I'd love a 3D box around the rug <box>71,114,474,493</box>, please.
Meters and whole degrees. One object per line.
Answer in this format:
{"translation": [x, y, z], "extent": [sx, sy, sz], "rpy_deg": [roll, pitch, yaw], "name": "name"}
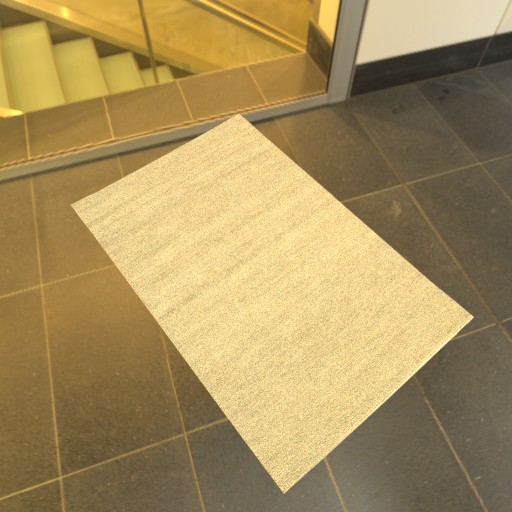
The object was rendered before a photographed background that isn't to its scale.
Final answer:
{"translation": [0.000, 0.000, 2.266], "extent": [1.179, 0.022, 1.820], "rpy_deg": [-34, 64, -19], "name": "rug"}
